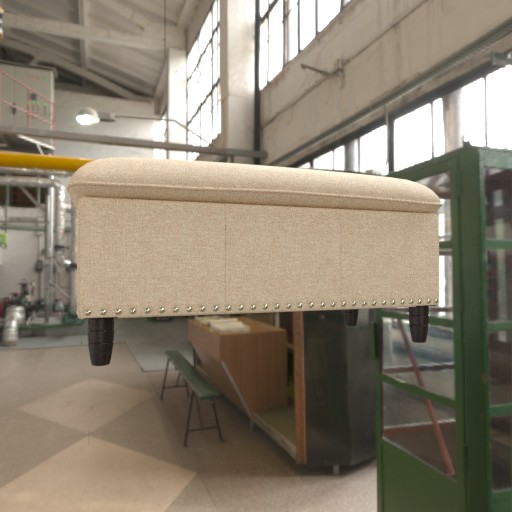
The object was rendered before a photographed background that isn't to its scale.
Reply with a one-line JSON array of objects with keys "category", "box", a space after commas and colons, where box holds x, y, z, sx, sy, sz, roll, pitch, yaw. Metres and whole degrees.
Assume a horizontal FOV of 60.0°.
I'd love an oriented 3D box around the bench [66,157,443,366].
[{"category": "bench", "box": [0.000, 0.000, 1.275, 0.991, 0.483, 0.483, 0, -1, -20]}]
